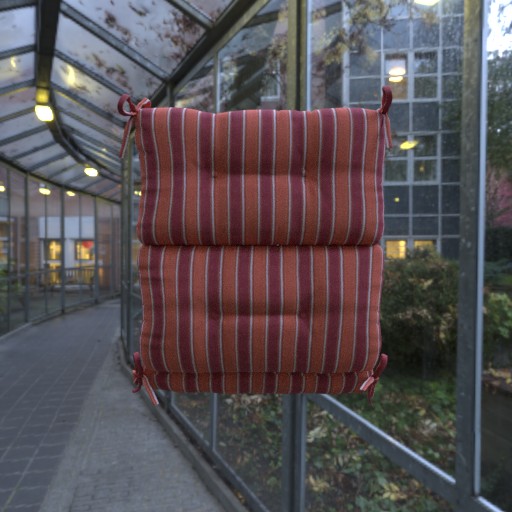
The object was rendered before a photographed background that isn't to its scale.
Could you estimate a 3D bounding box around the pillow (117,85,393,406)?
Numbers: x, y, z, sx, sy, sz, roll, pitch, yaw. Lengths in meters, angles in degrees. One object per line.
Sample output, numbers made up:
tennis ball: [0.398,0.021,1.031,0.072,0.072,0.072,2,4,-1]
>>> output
pillow: [0.000,0.000,1.044,0.519,0.605,0.571,0,1,0]
